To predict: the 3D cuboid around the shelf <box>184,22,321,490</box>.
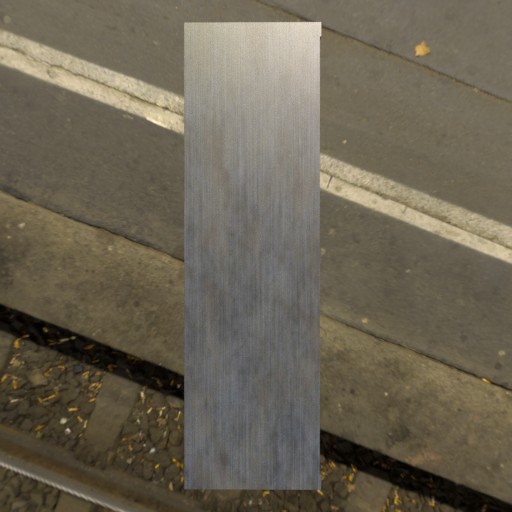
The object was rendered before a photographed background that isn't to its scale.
[{"bbox_3d":[0.000,0.000,1.853,0.479,0.719,1.575,0,90,0],"label":"shelf"}]
